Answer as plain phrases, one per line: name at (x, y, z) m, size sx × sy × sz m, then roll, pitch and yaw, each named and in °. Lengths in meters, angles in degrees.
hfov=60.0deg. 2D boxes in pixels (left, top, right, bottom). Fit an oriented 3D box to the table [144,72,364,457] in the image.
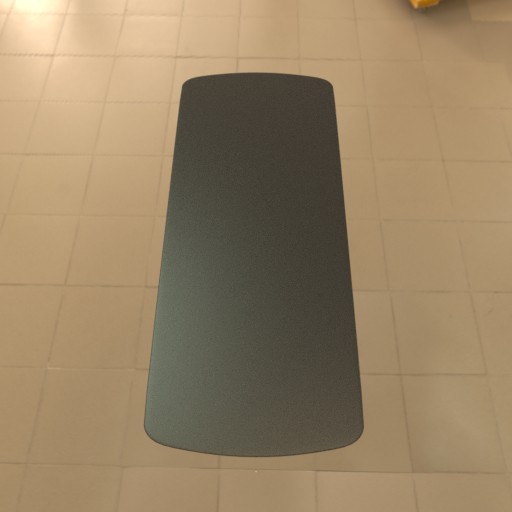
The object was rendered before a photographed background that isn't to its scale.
table at (0.000, 0.000, 1.598) m, size 0.571 × 0.457 × 1.333 m, roll 0°, pitch 64°, yaw 0°
